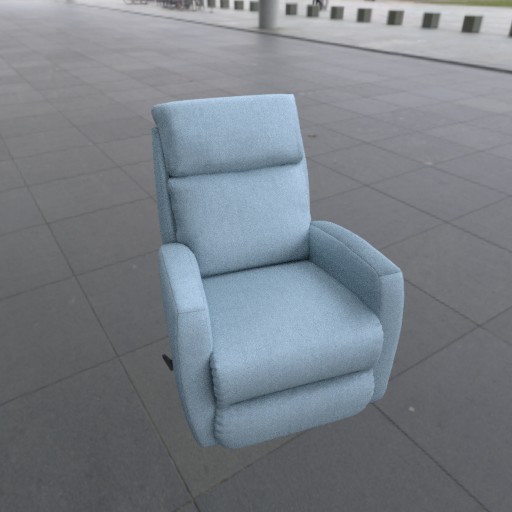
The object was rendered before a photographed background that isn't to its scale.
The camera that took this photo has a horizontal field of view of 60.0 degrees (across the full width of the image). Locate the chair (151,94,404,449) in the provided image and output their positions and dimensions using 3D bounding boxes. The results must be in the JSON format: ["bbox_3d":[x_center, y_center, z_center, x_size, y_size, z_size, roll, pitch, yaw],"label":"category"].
[{"bbox_3d":[0.000,0.000,1.691,0.812,1.013,0.940,-10,33,-15],"label":"chair"}]
